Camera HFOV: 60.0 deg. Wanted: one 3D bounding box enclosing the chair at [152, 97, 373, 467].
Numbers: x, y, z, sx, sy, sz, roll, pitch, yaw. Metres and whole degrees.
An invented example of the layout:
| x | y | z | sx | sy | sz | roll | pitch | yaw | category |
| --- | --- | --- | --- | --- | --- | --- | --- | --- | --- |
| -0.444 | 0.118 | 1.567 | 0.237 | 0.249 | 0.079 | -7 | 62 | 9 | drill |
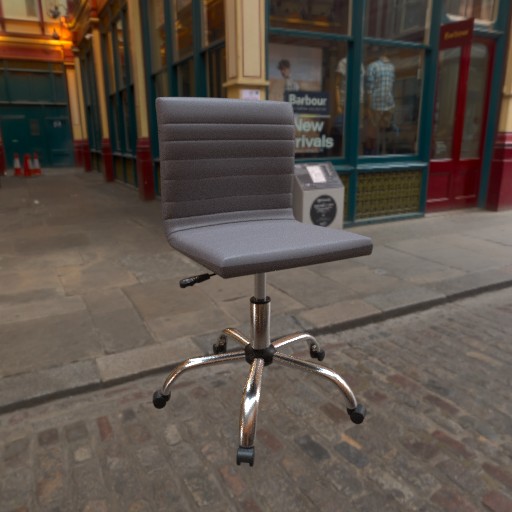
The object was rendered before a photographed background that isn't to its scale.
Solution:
| x | y | z | sx | sy | sz | roll | pitch | yaw | category |
| --- | --- | --- | --- | --- | --- | --- | --- | --- | --- |
| 0.000 | 0.000 | 1.135 | 0.556 | 0.780 | 0.530 | -8 | 17 | -27 | chair |
